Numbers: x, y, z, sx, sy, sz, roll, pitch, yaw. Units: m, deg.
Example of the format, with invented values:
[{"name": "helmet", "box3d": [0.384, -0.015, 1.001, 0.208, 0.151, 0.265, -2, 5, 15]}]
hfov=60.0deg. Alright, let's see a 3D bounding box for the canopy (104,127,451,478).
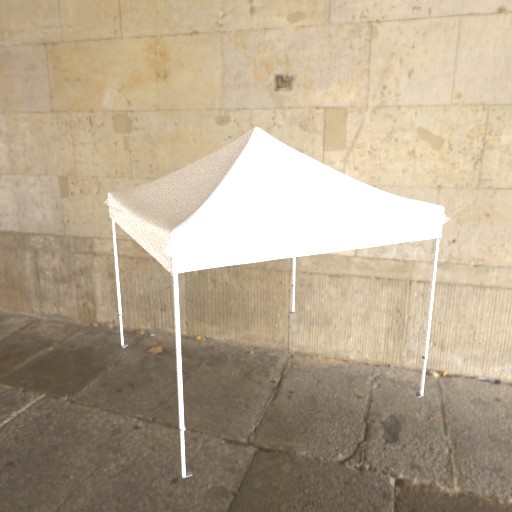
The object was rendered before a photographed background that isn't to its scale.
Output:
[{"name": "canopy", "box3d": [0.000, 0.000, 5.361, 2.996, 2.998, 2.994, -7, 16, -26]}]
